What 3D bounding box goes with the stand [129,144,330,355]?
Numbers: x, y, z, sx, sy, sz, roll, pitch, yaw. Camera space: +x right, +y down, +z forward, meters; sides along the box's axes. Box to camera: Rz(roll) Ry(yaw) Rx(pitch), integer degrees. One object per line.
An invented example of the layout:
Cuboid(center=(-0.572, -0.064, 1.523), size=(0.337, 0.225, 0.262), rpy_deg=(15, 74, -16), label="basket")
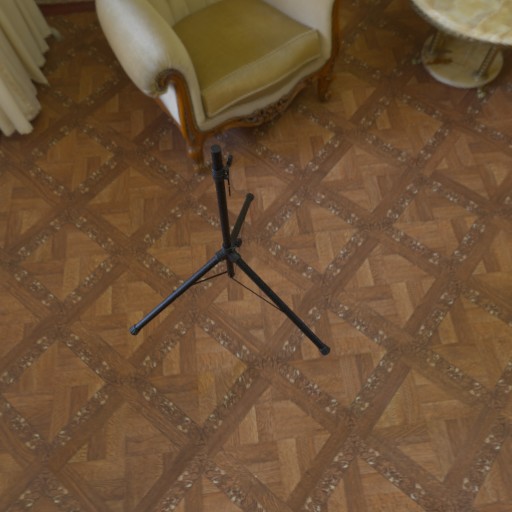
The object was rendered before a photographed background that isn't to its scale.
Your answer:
Cuboid(center=(0.000, 0.000, 1.842), size=(0.907, 1.136, 1.045), rpy_deg=(34, 68, 16), label="stand")
